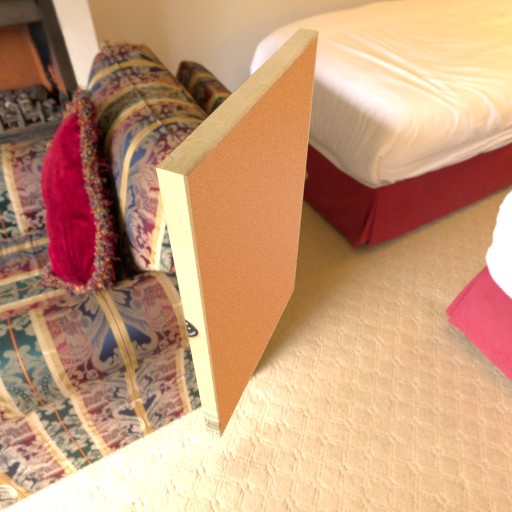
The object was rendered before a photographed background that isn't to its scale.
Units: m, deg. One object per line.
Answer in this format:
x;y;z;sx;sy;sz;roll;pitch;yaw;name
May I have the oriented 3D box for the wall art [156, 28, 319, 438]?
0.000;0.000;0.958;0.038;0.764;0.508;17;48;16;wall art
